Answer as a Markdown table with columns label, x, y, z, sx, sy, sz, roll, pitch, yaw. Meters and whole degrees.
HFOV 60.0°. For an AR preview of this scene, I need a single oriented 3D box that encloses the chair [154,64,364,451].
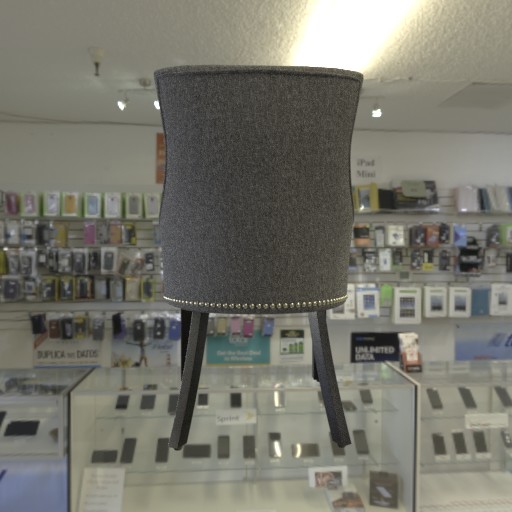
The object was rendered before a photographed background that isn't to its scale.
| label | x | y | z | sx | sy | sz | roll | pitch | yaw |
| --- | --- | --- | --- | --- | --- | --- | --- | --- | --- |
| chair | 0.000 | 0.000 | 1.316 | 0.566 | 0.909 | 0.629 | 0 | 1 | -2 |
